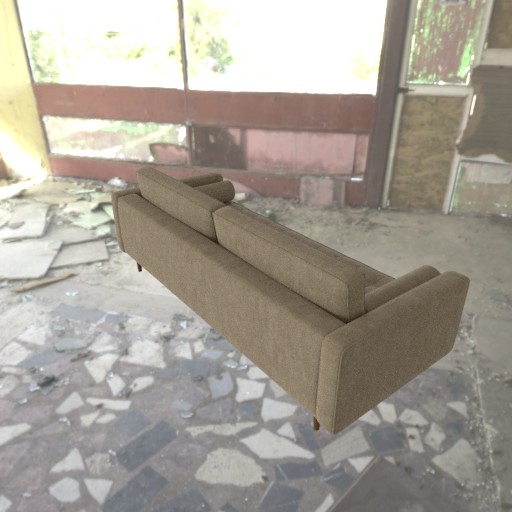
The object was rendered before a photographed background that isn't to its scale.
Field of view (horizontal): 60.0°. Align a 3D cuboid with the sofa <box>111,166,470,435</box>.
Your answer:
[{"bbox_3d":[0.000,0.000,2.686,0.919,0.770,2.200,-20,33,-33],"label":"sofa"}]
